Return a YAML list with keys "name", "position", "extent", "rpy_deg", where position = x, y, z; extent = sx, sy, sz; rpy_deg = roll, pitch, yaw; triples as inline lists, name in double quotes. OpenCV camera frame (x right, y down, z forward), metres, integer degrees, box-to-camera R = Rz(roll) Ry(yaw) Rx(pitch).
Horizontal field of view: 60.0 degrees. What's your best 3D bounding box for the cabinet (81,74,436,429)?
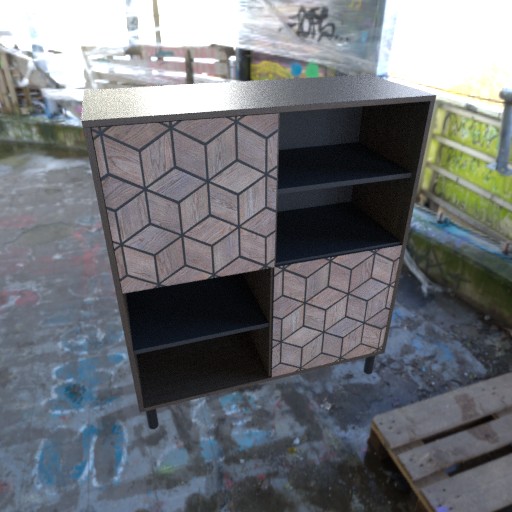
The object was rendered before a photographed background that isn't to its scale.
- name: "cabinet"
  position: [0.000, 0.000, 1.662]
  extent: [1.010, 1.170, 0.400]
  rpy_deg: [-9, 32, -15]
